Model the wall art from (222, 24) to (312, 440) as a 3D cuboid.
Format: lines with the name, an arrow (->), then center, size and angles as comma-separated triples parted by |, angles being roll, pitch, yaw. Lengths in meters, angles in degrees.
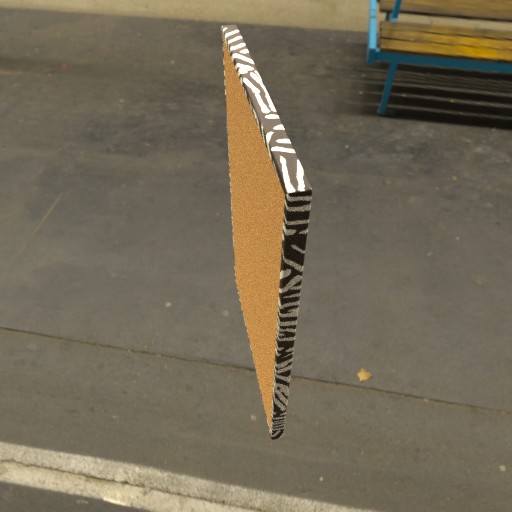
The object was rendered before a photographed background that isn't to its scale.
wall art -> 0.000, 0.000, 1.154 | 0.035, 0.918, 0.615 | -9, 48, -8
